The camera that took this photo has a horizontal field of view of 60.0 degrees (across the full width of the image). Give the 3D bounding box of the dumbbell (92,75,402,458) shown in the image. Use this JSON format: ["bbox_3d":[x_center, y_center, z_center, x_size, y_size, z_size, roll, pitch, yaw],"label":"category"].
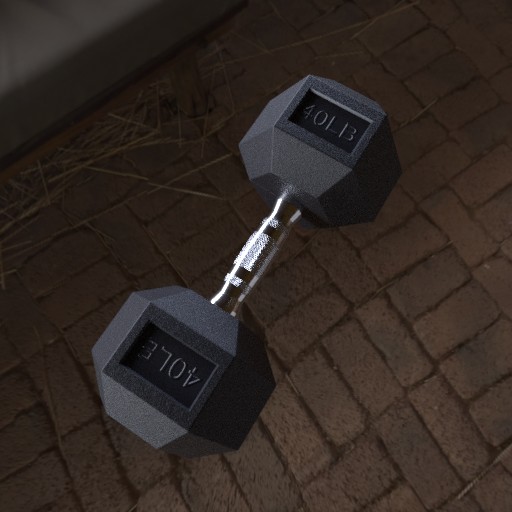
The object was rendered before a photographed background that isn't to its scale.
[{"bbox_3d":[0.000,0.000,0.424,0.157,0.137,0.361,31,76,8],"label":"dumbbell"}]
